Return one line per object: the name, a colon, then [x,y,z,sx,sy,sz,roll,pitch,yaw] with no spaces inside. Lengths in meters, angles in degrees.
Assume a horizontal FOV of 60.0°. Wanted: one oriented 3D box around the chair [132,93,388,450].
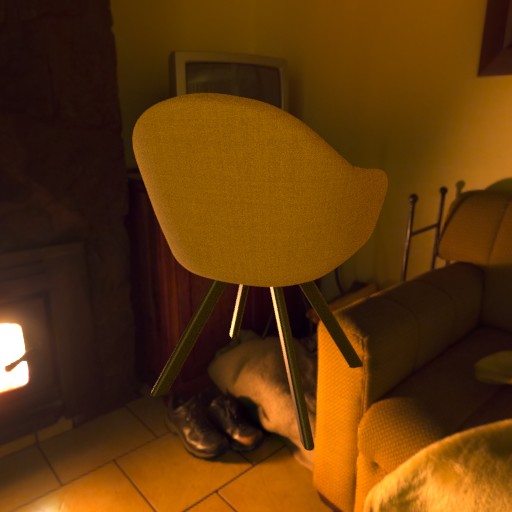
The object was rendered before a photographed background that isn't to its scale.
chair: [0.000,0.000,1.193,0.590,0.795,0.550,8,18,27]
